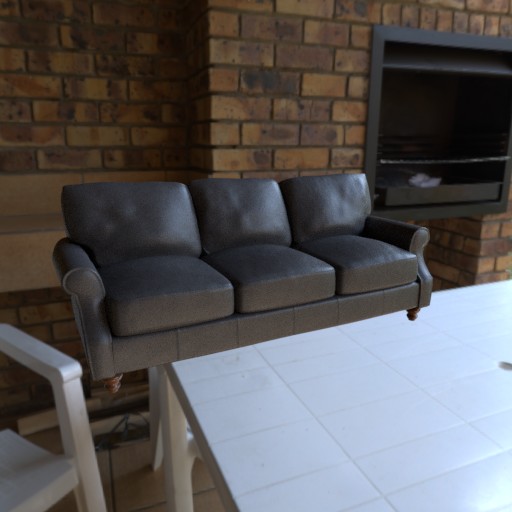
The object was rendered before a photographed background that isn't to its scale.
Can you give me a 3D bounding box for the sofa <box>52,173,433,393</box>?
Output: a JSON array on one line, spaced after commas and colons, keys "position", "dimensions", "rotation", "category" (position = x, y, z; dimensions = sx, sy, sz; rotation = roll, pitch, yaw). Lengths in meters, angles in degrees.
[{"position": [0.000, 0.000, 2.878], "dimensions": [2.387, 0.977, 0.974], "rotation": [-7, 16, -26], "category": "sofa"}]
